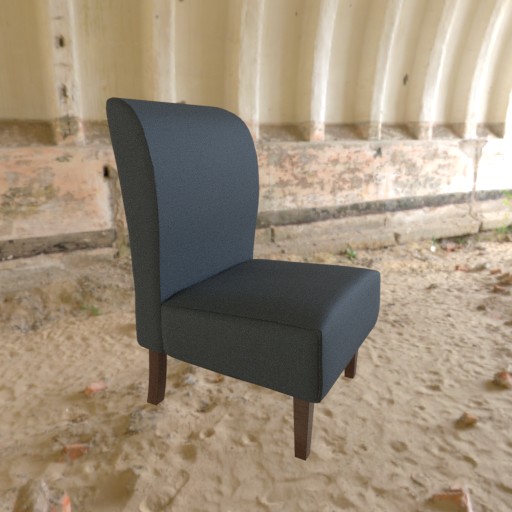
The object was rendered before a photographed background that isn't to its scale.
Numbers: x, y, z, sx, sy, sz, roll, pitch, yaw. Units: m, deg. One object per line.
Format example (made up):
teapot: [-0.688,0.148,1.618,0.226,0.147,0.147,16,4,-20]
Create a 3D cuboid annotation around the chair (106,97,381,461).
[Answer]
chair: [0.000,0.000,1.199,0.592,0.804,0.513,8,17,26]
